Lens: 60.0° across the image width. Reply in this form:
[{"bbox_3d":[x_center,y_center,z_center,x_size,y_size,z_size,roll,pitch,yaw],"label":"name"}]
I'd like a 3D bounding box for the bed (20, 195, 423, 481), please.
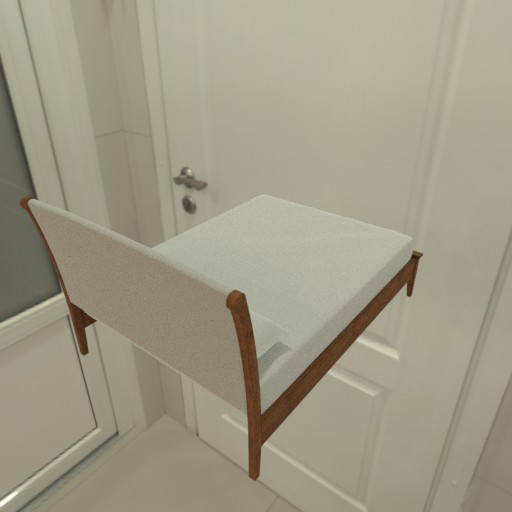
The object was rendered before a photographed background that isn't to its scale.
[{"bbox_3d":[0.000,0.000,2.881,1.502,1.135,2.108,21,36,32],"label":"bed"}]
